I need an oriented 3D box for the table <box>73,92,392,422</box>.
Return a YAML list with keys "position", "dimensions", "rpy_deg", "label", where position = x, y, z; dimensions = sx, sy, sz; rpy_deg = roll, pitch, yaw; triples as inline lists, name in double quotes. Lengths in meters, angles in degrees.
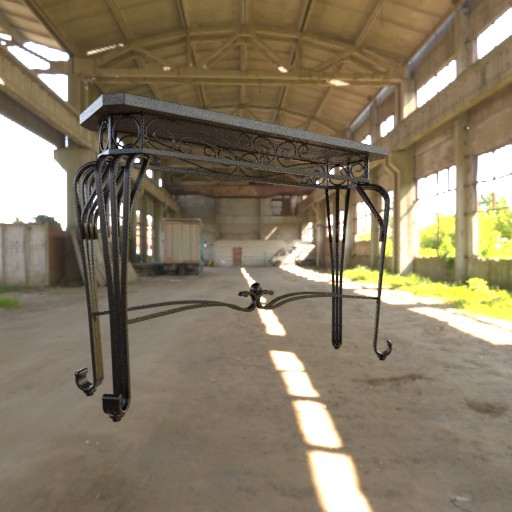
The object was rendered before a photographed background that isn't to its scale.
- position: [0.000, 0.000, 1.482]
  dimensions: [1.112, 0.800, 0.329]
  rpy_deg: [-1, 1, -36]
  label: "table"
